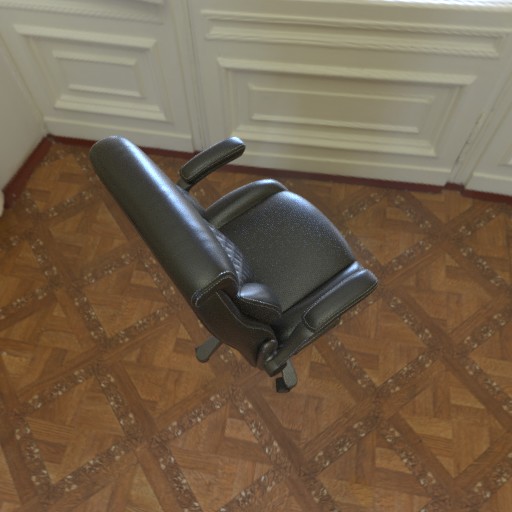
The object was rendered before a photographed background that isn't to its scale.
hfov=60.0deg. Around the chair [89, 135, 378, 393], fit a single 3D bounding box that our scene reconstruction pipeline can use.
[{"bbox_3d":[0.000,0.000,1.588,0.724,1.110,0.782,-32,64,-18],"label":"chair"}]
